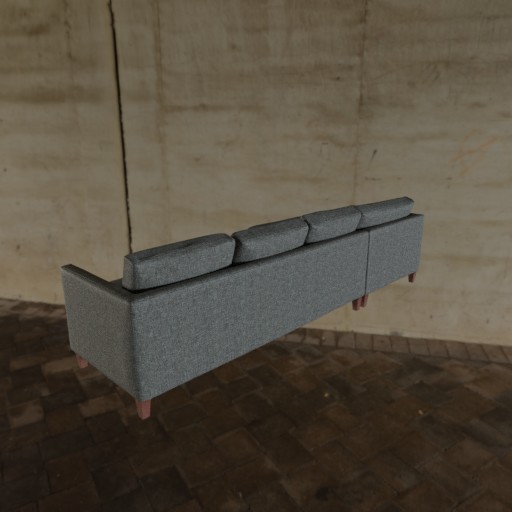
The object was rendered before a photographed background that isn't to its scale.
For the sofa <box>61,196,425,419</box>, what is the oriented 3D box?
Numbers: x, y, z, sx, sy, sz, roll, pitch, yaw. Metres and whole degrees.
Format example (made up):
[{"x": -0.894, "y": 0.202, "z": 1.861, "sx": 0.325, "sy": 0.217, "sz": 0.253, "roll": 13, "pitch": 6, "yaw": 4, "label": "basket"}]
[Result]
[{"x": 0.000, "y": 0.000, "z": 4.097, "sx": 1.635, "sy": 0.960, "sz": 3.485, "roll": 15, "pitch": 22, "yaw": 43, "label": "sofa"}]
